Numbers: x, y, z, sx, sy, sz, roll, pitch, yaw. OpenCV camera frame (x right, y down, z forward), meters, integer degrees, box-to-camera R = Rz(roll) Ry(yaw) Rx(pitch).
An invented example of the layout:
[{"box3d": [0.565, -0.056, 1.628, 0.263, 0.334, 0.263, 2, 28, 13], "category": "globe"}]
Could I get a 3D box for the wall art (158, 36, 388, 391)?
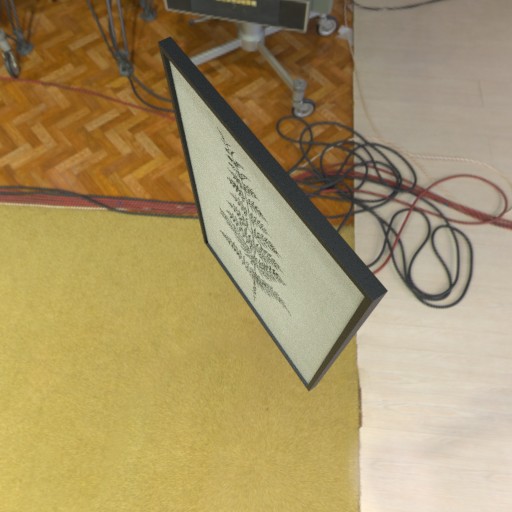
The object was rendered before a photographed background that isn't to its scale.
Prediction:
[{"box3d": [0.000, 0.000, 1.423, 0.036, 1.070, 0.802, -31, 69, -14], "category": "wall art"}]
